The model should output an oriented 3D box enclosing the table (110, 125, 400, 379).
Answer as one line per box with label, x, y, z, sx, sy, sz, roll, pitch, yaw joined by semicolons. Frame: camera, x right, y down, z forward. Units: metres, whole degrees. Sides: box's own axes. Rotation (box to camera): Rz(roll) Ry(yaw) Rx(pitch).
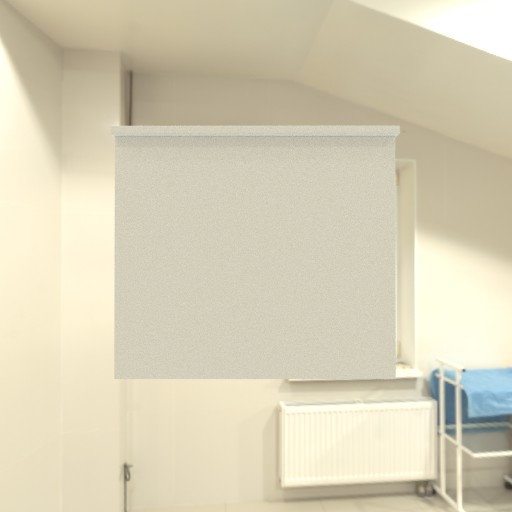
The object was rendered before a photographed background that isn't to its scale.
table;0.000;0.000;1.262;0.500;0.441;1.000;0;-1;0
